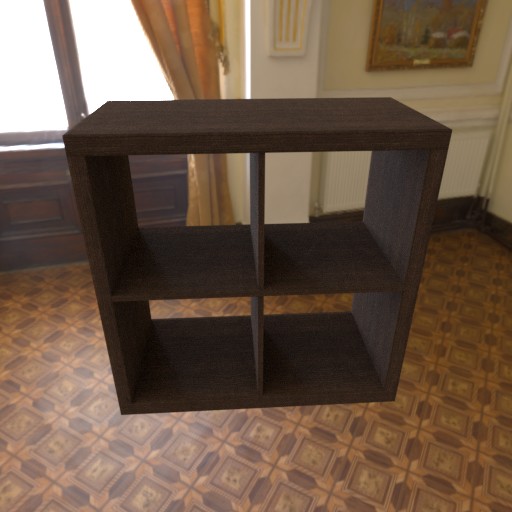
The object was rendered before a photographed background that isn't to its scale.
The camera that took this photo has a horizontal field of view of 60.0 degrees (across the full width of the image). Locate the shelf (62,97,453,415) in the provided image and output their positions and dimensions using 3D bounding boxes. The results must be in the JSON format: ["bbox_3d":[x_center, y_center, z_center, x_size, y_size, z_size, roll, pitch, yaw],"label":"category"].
[{"bbox_3d":[0.000,0.000,1.256,0.790,0.786,0.390,-2,29,-3],"label":"shelf"}]
